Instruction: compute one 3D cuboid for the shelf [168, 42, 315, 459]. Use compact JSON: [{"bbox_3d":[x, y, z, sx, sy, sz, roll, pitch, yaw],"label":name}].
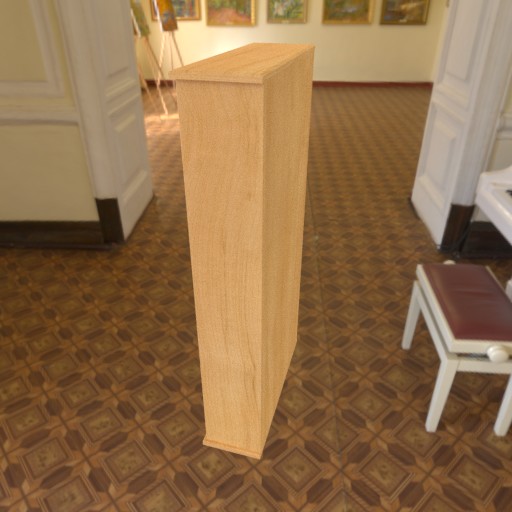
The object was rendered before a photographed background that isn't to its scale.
[{"bbox_3d":[0.000,0.000,1.237,0.175,1.030,0.520,8,32,14],"label":"shelf"}]
